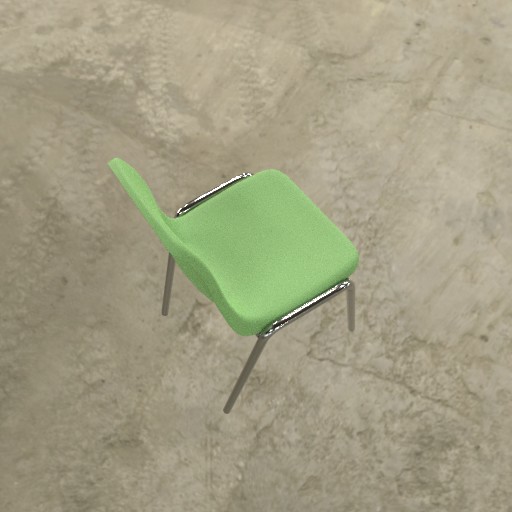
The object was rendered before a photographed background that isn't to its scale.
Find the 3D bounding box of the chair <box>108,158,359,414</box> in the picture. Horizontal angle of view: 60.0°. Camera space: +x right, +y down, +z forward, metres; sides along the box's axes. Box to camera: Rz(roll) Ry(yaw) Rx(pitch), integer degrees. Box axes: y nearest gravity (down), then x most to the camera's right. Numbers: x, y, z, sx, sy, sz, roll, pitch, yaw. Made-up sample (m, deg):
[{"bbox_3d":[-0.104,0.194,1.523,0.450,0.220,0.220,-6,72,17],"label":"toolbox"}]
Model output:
[{"bbox_3d":[0.000,0.000,0.992,0.436,0.704,0.381,-31,63,-17],"label":"chair"}]
